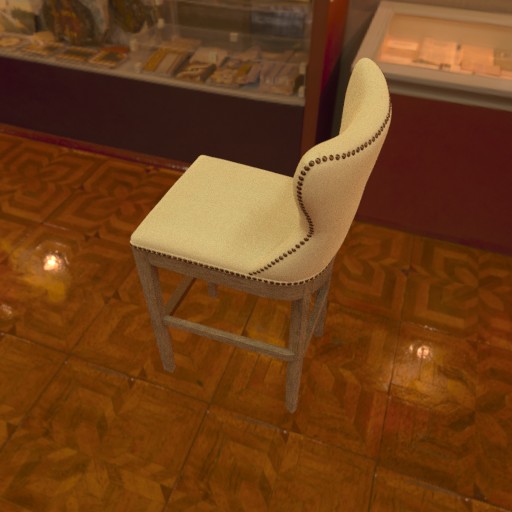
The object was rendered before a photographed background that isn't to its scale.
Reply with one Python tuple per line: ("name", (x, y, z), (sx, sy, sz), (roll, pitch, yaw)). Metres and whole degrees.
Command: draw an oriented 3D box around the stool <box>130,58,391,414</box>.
("stool", (0.000, 0.000, 1.390), (0.606, 1.123, 0.494), (16, 49, 15))
